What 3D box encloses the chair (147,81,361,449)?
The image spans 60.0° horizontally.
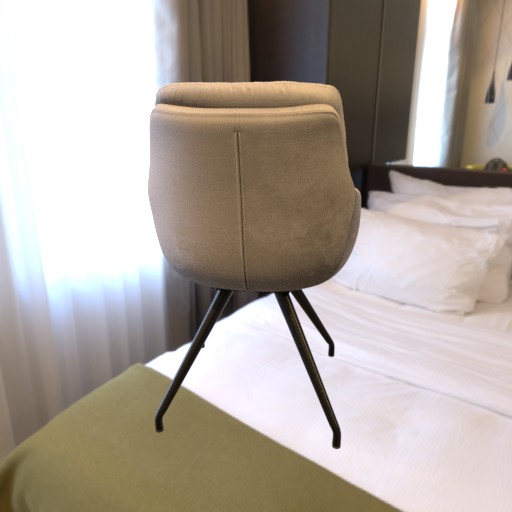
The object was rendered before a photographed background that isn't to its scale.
[{"bbox_3d":[0.000,0.000,1.255,0.579,0.888,0.569,2,17,7],"label":"chair"}]
